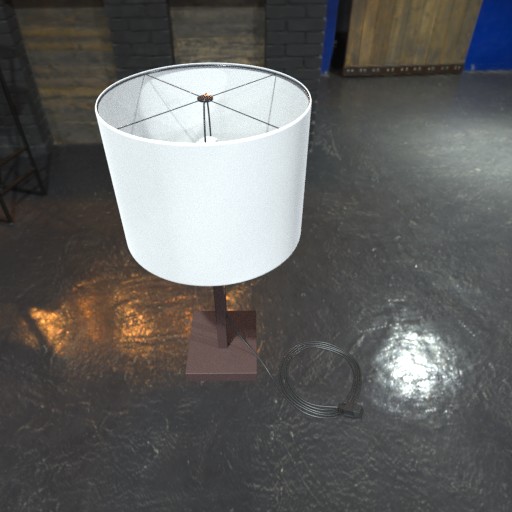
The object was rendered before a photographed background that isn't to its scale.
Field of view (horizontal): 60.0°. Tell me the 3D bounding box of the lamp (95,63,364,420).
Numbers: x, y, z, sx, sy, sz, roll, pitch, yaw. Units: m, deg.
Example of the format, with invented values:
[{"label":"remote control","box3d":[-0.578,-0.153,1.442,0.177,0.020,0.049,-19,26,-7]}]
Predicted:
[{"label":"lamp","box3d":[0.000,0.000,0.941,0.525,0.668,0.396,0,40,0]}]
